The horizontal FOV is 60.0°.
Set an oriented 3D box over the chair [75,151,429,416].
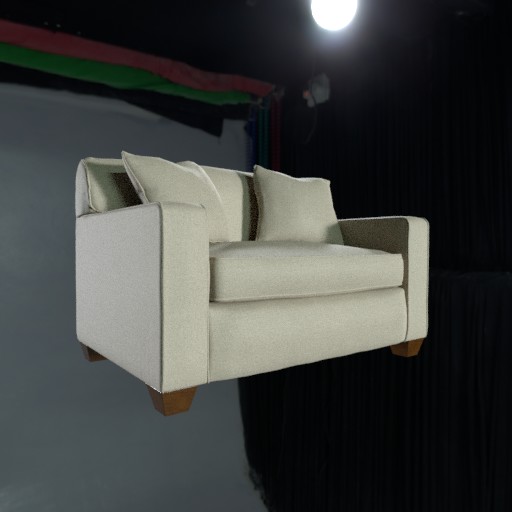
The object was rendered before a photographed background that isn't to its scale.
[{"bbox_3d":[0.000,0.000,2.073,1.383,0.948,1.000,-1,2,-36],"label":"chair"}]
